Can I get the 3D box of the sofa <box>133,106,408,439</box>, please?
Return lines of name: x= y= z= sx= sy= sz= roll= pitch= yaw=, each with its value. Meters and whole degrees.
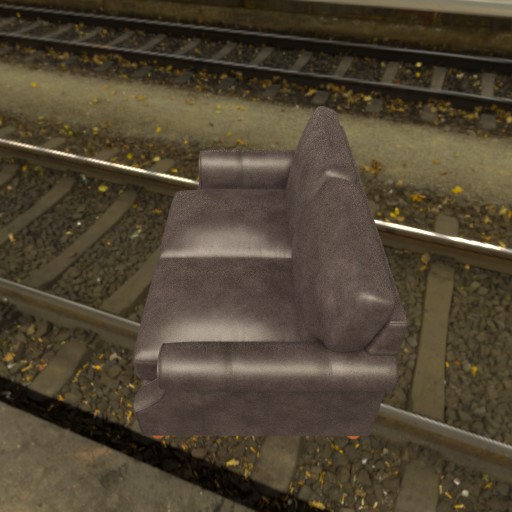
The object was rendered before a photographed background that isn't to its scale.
sofa: x=0.000 y=0.000 z=2.267 sx=1.030 sy=0.979 sz=1.663 roll=0 pitch=41 yaw=0
